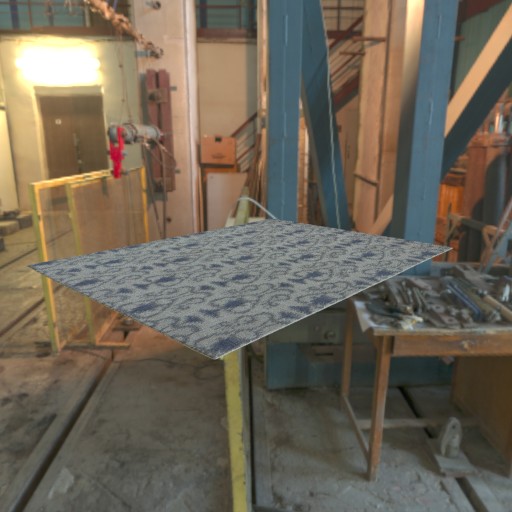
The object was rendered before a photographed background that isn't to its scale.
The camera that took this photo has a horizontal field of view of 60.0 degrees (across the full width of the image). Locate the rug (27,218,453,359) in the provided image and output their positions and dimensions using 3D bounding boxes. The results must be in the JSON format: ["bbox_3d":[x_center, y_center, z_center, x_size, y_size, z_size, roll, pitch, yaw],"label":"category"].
[{"bbox_3d":[0.000,0.000,4.134,2.437,0.015,3.205,14,20,41],"label":"rug"}]
